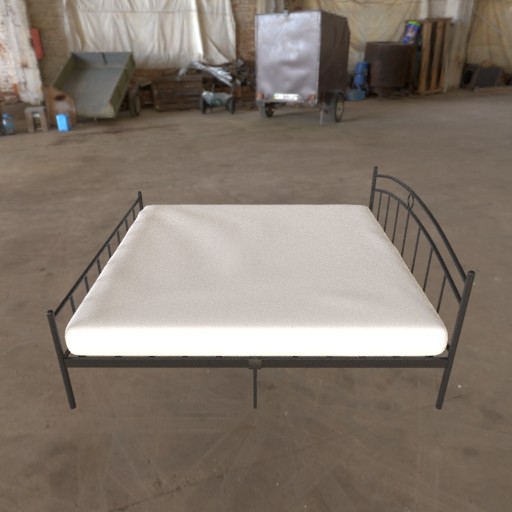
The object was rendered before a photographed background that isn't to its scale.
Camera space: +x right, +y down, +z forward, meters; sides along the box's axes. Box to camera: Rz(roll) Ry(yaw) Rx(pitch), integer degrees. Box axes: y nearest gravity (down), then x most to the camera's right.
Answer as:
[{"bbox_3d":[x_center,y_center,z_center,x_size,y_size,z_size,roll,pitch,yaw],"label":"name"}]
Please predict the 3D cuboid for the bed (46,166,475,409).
[{"bbox_3d":[0.000,0.000,3.054,2.040,0.940,1.880,0,26,0],"label":"bed"}]
